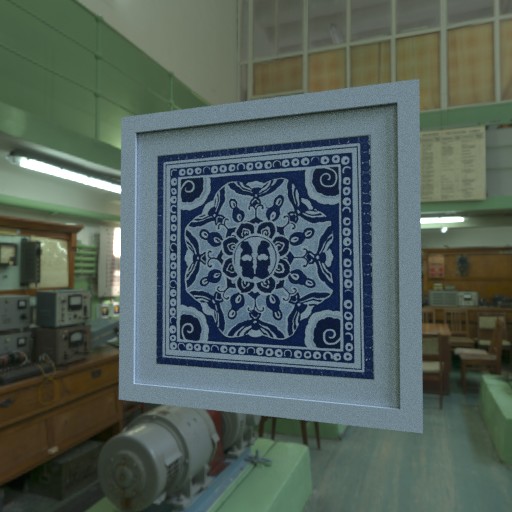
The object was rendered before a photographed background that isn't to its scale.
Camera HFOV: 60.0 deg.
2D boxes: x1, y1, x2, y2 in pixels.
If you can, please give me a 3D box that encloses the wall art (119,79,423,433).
[{"bbox_3d":[0.000,0.000,0.801,0.559,0.559,0.028,-1,-2,19],"label":"wall art"}]
